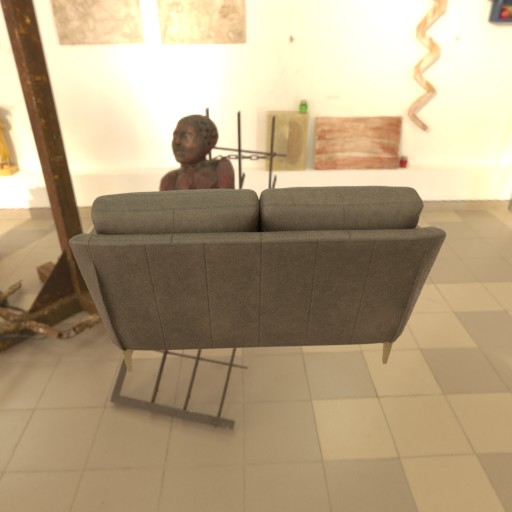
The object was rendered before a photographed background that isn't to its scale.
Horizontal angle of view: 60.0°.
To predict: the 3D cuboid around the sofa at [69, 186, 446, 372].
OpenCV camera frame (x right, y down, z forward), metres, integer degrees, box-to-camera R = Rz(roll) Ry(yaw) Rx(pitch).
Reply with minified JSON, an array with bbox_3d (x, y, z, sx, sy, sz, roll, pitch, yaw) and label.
[{"bbox_3d":[0.000,0.000,2.222,1.619,0.902,0.960,-1,30,-2],"label":"sofa"}]
